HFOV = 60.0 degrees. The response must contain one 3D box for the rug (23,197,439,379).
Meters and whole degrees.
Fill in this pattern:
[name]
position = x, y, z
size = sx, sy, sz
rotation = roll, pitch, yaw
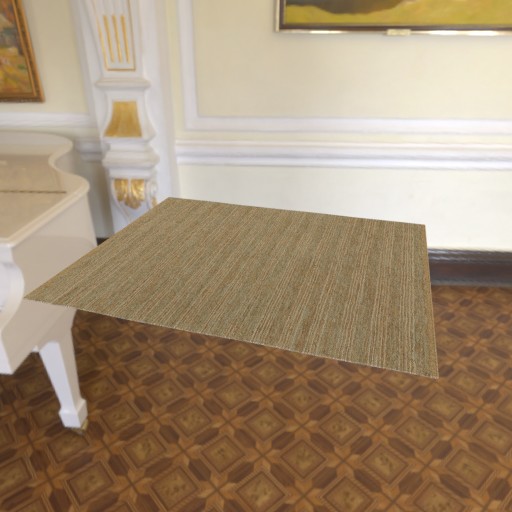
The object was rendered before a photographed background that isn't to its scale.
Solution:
[rug]
position = 0.000, 0.000, 4.088
size = 3.034, 0.012, 2.471
rotation = 8, 28, 15
